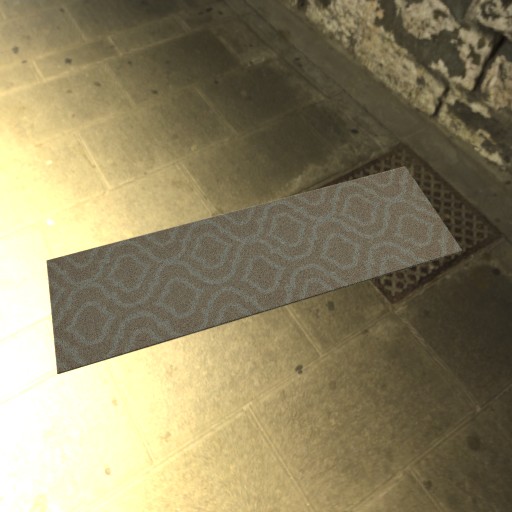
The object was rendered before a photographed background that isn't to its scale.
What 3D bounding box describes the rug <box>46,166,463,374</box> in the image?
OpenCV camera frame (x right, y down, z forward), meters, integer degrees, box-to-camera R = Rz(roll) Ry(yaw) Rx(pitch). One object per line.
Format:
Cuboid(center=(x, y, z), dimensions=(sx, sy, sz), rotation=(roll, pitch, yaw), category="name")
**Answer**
Cuboid(center=(0.000, 0.000, 2.540), dimensions=(2.289, 0.013, 0.691), rotation=(-16, 60, -9), category="rug")
